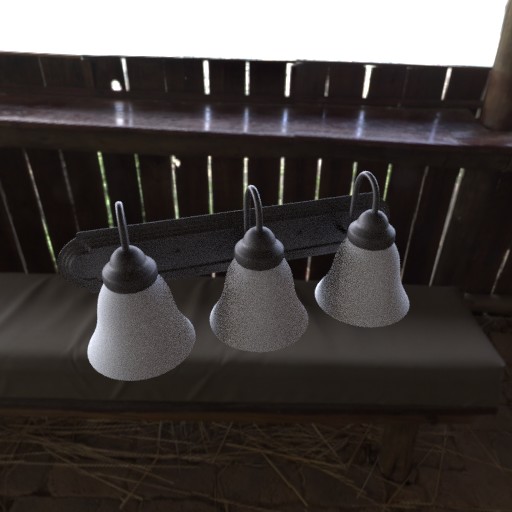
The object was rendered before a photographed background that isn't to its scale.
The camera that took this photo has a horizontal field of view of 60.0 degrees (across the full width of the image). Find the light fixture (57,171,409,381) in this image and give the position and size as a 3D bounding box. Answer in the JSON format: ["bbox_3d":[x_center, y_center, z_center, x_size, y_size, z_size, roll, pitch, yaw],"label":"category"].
[{"bbox_3d":[0.000,0.000,0.700,0.610,0.222,0.199,-9,33,-14],"label":"light fixture"}]
